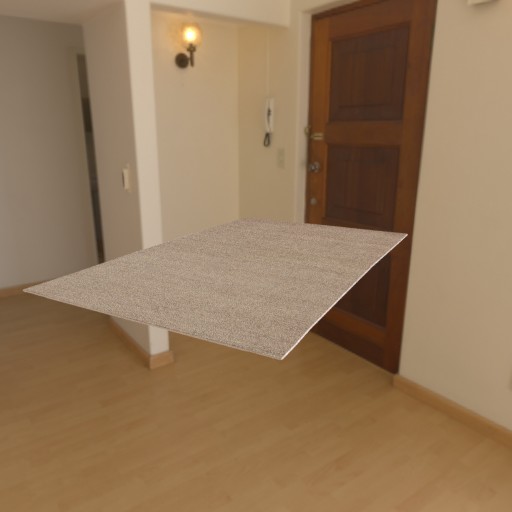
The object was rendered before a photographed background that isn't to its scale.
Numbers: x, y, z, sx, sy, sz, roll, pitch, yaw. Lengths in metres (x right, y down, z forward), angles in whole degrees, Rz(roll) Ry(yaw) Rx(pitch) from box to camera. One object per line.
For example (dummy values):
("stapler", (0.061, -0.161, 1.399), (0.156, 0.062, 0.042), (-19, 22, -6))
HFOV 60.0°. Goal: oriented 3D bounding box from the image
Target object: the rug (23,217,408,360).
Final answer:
("rug", (0.000, 0.000, 2.256), (1.154, 0.021, 1.792), (9, 18, 28))
